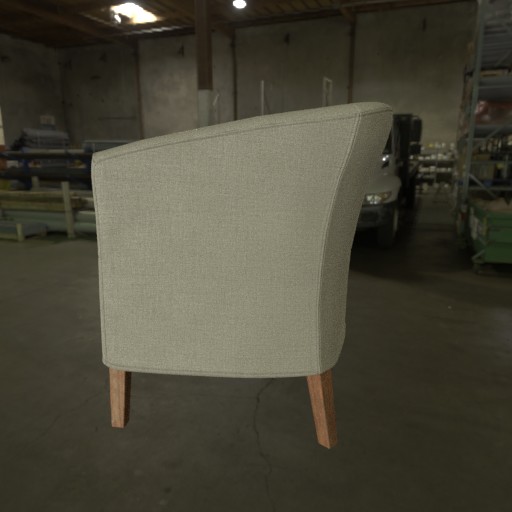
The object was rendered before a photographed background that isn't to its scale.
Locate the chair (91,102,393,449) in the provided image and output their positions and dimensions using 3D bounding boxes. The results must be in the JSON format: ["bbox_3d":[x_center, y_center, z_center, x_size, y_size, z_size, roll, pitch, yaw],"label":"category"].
[{"bbox_3d":[0.000,0.000,1.226,0.668,0.771,0.600,2,13,9],"label":"chair"}]
